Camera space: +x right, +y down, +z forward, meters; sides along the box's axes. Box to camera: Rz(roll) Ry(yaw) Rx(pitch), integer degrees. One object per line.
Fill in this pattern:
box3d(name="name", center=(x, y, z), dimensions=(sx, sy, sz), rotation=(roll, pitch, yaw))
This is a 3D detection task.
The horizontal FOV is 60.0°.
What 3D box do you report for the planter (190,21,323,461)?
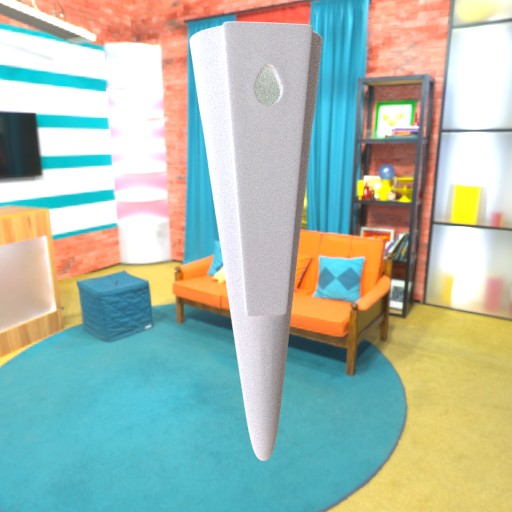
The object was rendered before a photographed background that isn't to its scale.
box3d(name="planter", center=(0.000, 0.000, 0.217), dimensions=(0.057, 0.193, 0.064), rotation=(-2, 15, -8))
